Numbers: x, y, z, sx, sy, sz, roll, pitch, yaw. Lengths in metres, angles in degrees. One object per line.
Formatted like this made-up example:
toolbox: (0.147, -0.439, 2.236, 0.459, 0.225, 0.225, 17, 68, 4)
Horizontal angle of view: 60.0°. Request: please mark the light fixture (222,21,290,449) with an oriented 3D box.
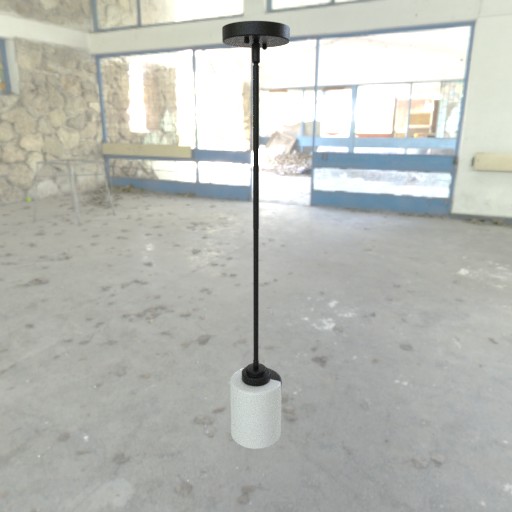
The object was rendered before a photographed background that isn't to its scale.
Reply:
light fixture: (0.000, 0.000, 0.928, 0.123, 0.863, 0.123, 8, 18, 26)
